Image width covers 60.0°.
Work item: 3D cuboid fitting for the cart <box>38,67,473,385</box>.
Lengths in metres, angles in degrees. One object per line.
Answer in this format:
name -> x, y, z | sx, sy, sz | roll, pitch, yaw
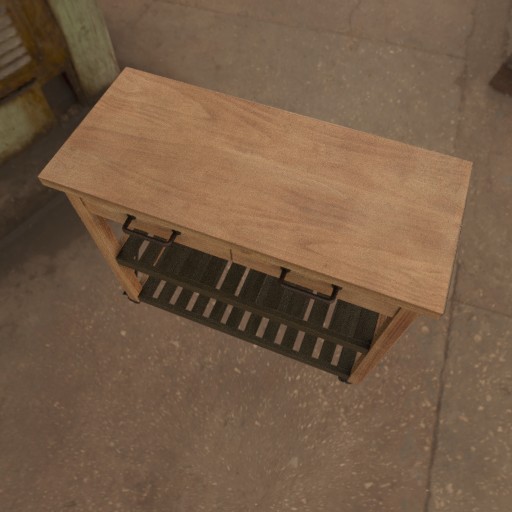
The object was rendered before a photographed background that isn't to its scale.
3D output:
cart -> 0.000, 0.000, 0.956 | 0.686, 0.554, 0.298 | 19, 62, 10
